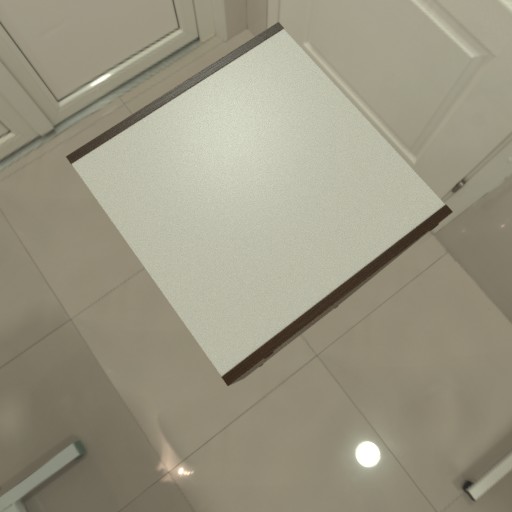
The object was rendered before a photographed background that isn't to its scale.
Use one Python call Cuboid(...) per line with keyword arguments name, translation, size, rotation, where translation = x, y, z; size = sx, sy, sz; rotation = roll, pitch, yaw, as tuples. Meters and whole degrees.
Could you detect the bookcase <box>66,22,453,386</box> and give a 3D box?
Cuboid(name="bookcase", translation=(0.000, 0.000, 0.759), size=(0.290, 0.600, 0.300), rotation=(-36, 78, -9))
